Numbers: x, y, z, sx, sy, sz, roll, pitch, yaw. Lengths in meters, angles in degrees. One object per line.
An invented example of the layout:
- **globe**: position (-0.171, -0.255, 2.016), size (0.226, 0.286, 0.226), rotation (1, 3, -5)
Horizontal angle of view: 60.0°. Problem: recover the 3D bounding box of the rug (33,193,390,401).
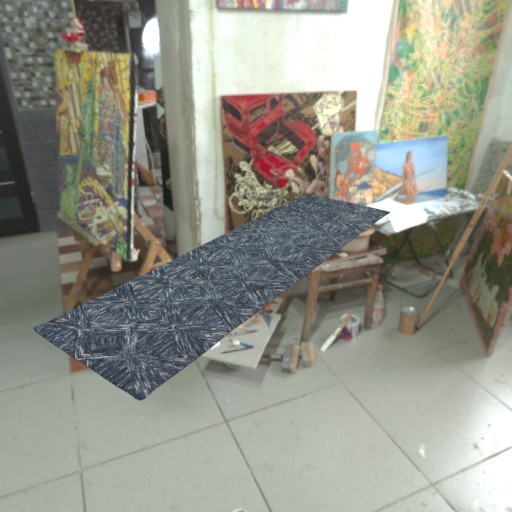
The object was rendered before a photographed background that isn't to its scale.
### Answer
- **rug**: position (0.000, 0.000, 2.559), size (0.719, 0.013, 2.306), rotation (18, 32, 32)
